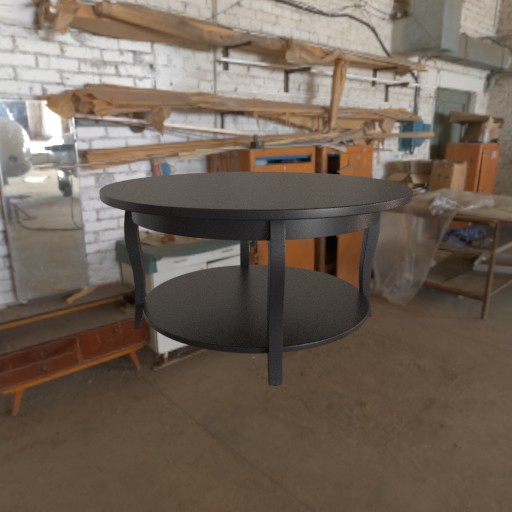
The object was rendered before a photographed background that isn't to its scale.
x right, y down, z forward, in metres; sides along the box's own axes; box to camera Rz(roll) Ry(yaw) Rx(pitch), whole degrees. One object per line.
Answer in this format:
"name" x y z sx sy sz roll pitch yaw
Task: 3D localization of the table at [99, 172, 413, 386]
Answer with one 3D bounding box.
"table" 0.000 0.000 1.426 0.914 0.457 0.914 0 16 0
